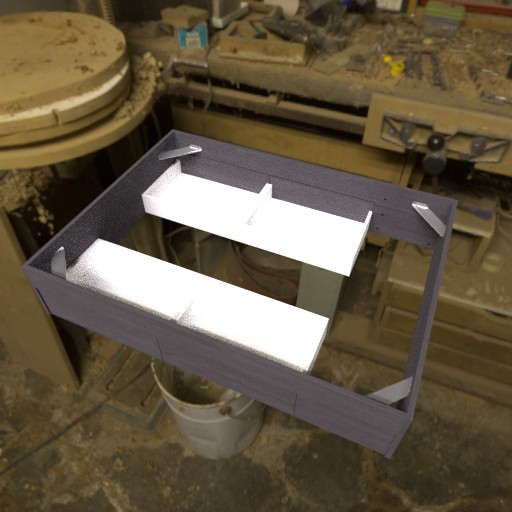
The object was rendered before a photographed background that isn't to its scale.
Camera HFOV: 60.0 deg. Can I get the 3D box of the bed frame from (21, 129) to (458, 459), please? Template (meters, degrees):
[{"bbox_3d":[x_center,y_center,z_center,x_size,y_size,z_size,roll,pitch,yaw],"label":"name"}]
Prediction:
[{"bbox_3d":[0.000,0.000,2.554,1.944,0.459,1.448,18,49,16],"label":"bed frame"}]
